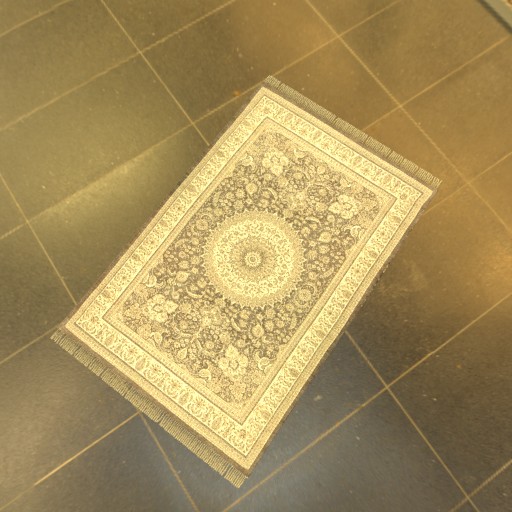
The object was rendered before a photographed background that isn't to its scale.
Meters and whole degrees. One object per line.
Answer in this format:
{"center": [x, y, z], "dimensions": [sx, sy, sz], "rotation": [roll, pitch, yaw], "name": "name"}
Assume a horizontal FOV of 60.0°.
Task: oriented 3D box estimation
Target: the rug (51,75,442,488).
{"center": [0.000, 0.000, 4.206], "dimensions": [2.143, 0.015, 3.422], "rotation": [35, 78, 9], "name": "rug"}
